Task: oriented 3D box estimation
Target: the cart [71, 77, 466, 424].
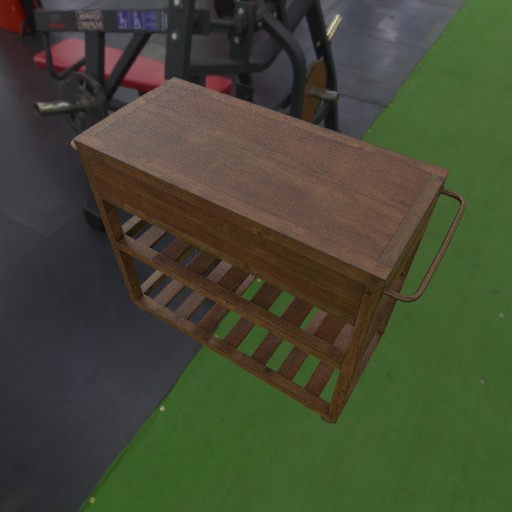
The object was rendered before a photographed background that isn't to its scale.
[{"bbox_3d":[0.000,0.000,1.491,1.065,0.830,0.445,26,53,21],"label":"cart"}]
